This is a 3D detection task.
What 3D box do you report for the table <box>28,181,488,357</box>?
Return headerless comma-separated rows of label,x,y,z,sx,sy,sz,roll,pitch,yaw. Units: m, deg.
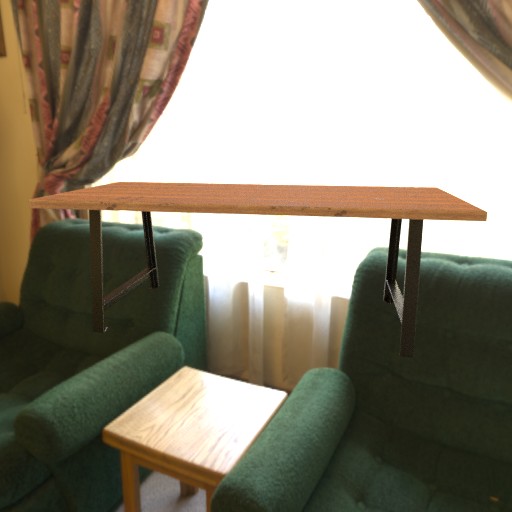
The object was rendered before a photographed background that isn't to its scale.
table,0.000,0.000,2.658,2.200,0.757,1.000,3,15,10
